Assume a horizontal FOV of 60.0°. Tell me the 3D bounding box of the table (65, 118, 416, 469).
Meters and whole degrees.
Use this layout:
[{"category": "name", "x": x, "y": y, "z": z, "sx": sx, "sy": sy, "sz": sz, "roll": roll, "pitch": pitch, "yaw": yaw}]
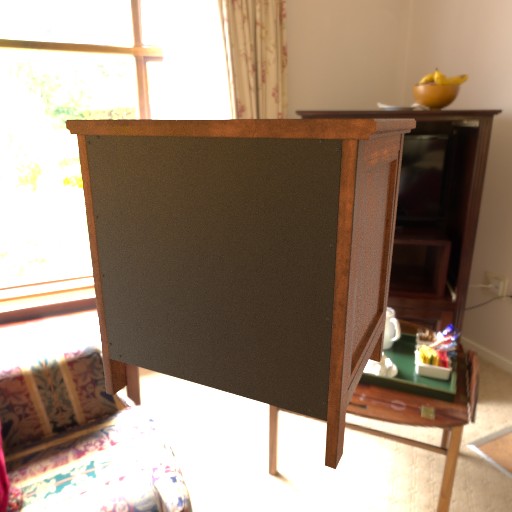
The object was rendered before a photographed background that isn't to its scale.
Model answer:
[{"category": "table", "x": 0.000, "y": 0.000, "z": 1.008, "sx": 0.586, "sy": 0.597, "sz": 0.461, "roll": 8, "pitch": 19, "yaw": 25}]
